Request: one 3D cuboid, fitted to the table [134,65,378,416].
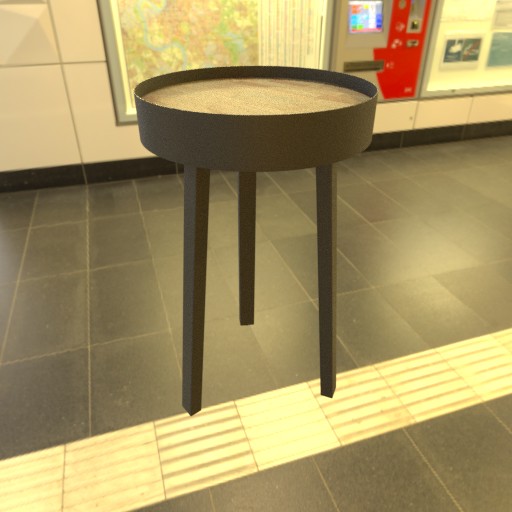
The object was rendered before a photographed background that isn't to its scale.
[{"bbox_3d":[0.000,0.000,0.935,0.406,0.686,0.406,-22,38,-31],"label":"table"}]
